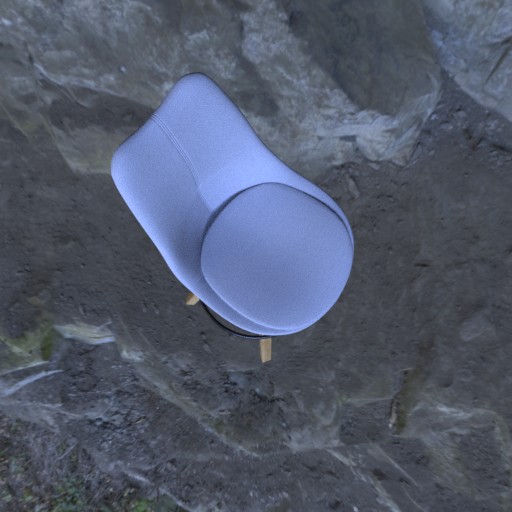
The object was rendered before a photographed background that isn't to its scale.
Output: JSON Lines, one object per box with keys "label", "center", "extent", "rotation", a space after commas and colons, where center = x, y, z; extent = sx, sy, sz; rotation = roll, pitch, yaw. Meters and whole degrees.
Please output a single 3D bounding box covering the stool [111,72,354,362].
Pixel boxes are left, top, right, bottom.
{"label": "stool", "center": [0.000, 0.000, 1.401], "extent": [0.550, 1.115, 0.484], "rotation": [36, 79, 8]}
